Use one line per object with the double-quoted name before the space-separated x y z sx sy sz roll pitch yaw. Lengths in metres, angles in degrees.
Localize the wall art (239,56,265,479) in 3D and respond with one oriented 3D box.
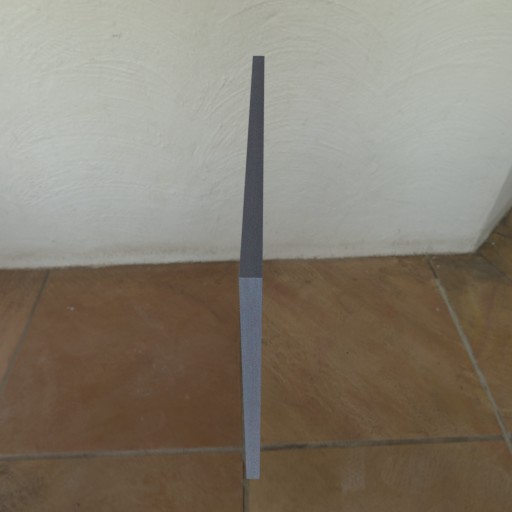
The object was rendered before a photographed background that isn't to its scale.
"wall art" 0.000 0.000 0.902 0.026 0.558 0.660 1 43 1
